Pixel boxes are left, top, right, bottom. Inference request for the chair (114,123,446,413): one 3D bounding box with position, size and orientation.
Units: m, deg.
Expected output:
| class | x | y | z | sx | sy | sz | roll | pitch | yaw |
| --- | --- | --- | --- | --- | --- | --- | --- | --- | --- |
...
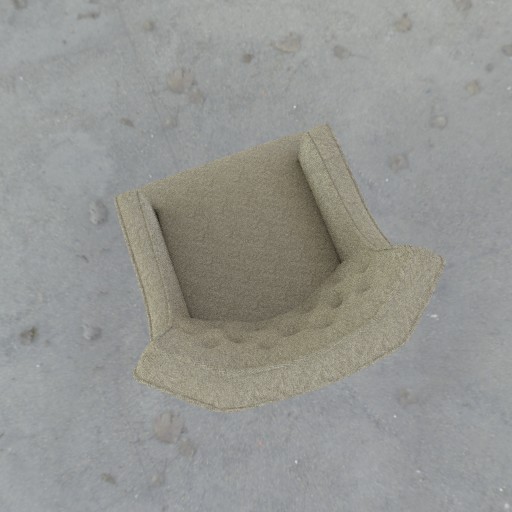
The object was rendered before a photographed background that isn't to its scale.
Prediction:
| class | x | y | z | sx | sy | sz | roll | pitch | yaw |
| --- | --- | --- | --- | --- | --- | --- | --- | --- | --- |
| chair | 0.000 | 0.000 | 1.618 | 0.820 | 0.920 | 0.910 | -20 | 78 | -4 |
